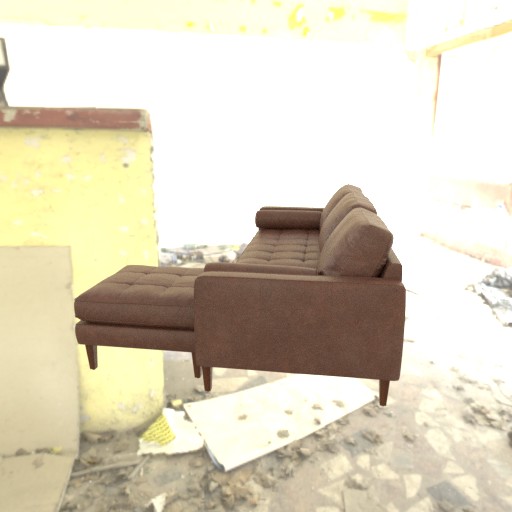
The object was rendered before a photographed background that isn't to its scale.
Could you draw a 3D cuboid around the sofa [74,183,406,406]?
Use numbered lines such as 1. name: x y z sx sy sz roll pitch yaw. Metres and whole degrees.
1. sofa: 0.000 0.000 3.036 1.613 0.841 2.185 2 15 8
